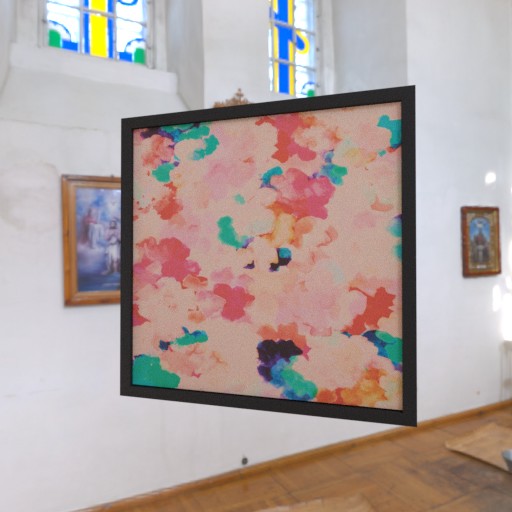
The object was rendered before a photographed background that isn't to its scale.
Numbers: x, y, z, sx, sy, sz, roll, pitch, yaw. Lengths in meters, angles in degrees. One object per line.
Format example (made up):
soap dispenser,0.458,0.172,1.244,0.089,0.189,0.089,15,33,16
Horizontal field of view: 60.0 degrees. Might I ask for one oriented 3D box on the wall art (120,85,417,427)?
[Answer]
wall art,0.000,0.000,0.745,0.506,0.503,0.036,0,-1,18
